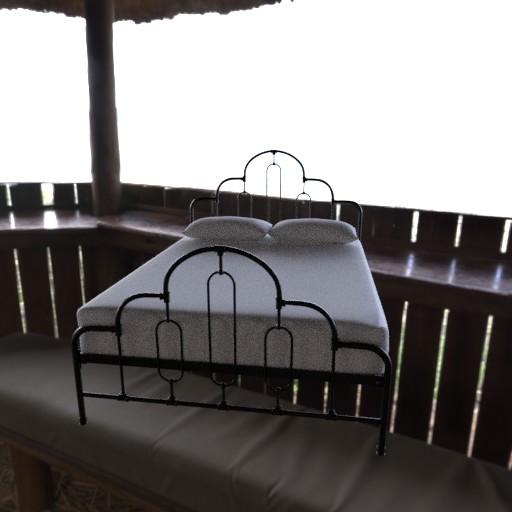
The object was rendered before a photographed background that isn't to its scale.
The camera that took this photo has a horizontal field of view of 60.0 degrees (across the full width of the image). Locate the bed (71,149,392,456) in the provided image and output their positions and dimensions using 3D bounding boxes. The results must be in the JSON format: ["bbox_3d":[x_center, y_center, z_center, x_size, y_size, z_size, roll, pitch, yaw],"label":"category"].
[{"bbox_3d":[0.000,0.000,3.160,1.626,1.444,2.181,2,15,9],"label":"bed"}]
